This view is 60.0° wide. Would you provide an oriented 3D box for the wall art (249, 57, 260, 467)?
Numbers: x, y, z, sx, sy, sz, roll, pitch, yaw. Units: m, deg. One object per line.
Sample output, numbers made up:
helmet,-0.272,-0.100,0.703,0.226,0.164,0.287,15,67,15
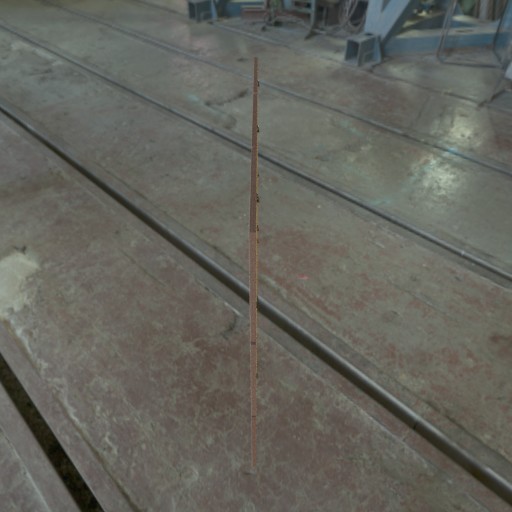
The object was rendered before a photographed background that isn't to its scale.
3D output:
wall art,0.000,0.000,1.864,0.024,1.218,1.221,0,41,0
